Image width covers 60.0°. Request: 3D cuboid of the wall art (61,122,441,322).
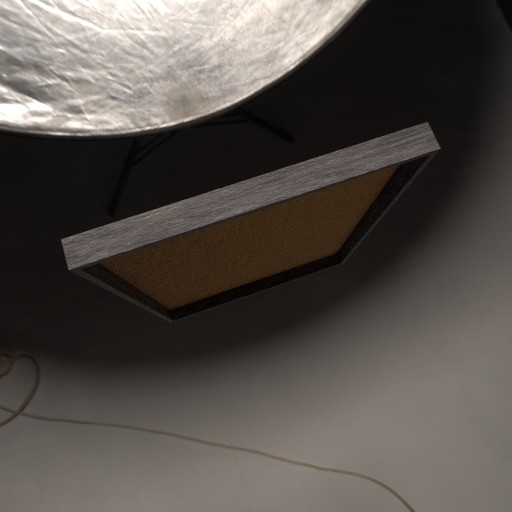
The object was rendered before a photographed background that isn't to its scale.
[{"bbox_3d":[0.000,0.000,1.358,0.762,1.016,0.063,-19,77,-5],"label":"wall art"}]
